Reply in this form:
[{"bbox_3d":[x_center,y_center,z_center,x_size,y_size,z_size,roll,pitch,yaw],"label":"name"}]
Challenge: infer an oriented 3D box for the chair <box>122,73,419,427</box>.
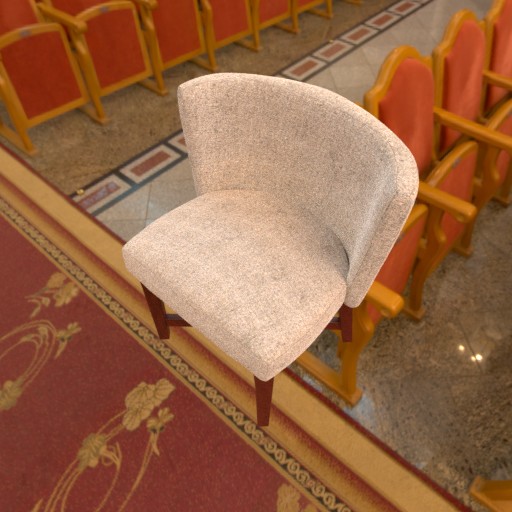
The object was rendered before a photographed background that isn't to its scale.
[{"bbox_3d":[0.000,0.000,1.310,0.728,0.827,0.575,33,56,27],"label":"chair"}]
